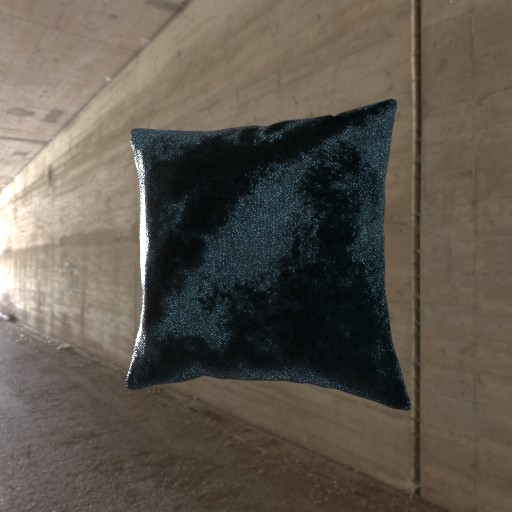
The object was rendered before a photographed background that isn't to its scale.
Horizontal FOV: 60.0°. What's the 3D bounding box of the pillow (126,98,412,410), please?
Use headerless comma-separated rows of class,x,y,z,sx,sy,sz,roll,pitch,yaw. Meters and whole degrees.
pillow,0.000,0.000,0.660,0.436,0.430,0.138,0,-1,17
